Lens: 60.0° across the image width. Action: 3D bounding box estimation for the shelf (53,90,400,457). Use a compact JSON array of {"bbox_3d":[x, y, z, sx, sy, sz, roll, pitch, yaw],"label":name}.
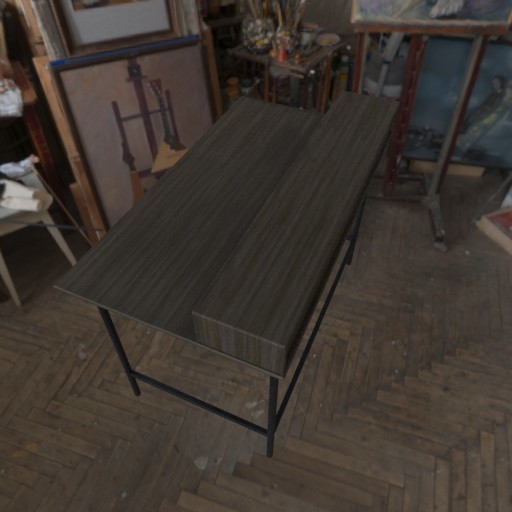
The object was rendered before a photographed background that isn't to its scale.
[{"bbox_3d":[0.000,0.000,1.734,0.685,0.865,1.212,18,49,16],"label":"shelf"}]
